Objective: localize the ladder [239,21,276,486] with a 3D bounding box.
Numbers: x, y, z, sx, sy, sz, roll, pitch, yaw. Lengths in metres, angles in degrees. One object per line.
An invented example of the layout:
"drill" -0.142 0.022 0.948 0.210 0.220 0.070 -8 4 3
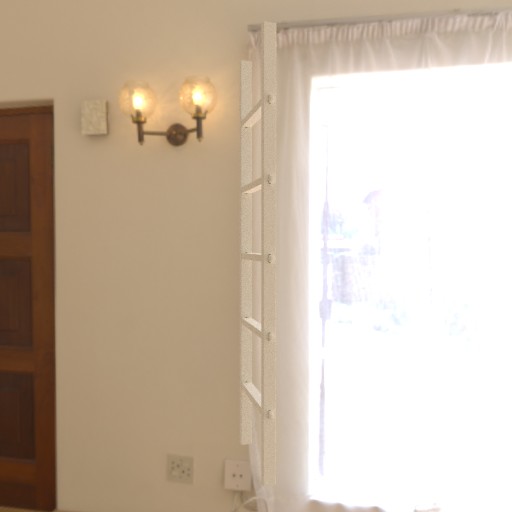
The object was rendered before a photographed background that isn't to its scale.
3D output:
"ladder" 0.000 0.000 1.911 0.051 1.797 0.452 0 2 -15
